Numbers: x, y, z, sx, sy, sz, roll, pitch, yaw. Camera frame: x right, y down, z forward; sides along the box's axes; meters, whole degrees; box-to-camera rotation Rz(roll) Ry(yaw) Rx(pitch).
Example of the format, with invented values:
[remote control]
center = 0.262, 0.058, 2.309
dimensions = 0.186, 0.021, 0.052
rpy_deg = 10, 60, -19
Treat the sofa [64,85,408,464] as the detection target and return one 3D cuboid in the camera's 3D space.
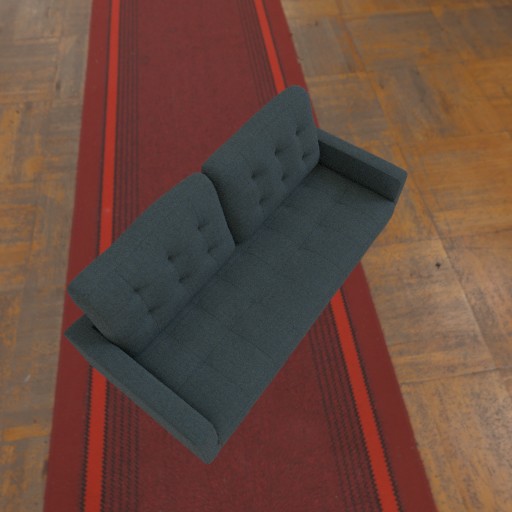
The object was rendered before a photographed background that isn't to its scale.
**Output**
[sofa]
center = 0.000, 0.000, 2.584
dimensions = 0.966, 1.050, 2.010
rpy_deg = 32, 63, 19
